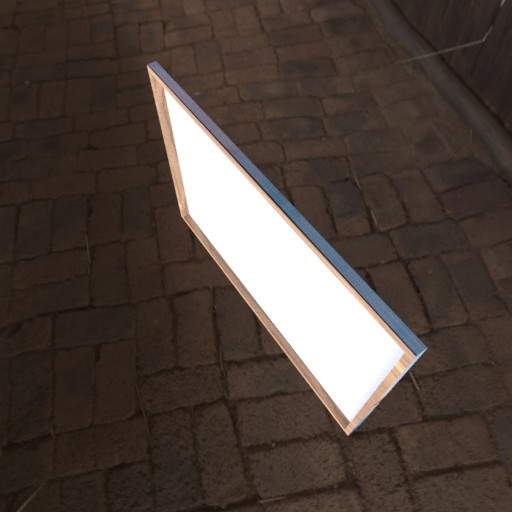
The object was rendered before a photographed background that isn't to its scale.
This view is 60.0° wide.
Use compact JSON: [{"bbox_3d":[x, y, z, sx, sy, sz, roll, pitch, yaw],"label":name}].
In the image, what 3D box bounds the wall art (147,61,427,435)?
[{"bbox_3d":[0.000,0.000,1.435,0.034,0.756,1.137,-30,62,-18],"label":"wall art"}]
